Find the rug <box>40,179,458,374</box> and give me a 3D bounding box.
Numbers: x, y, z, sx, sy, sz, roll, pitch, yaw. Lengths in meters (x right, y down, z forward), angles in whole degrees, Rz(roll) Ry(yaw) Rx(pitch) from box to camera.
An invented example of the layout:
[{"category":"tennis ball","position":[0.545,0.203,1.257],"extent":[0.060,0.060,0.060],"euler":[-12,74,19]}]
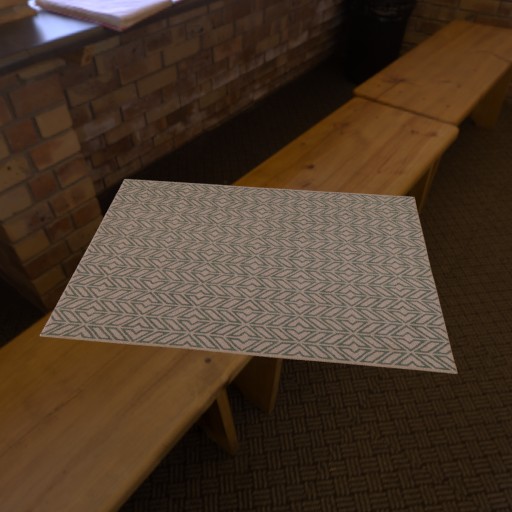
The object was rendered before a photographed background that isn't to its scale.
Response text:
[{"category":"rug","position":[0.000,0.000,2.357],"extent":[1.828,0.007,1.220],"euler":[4,45,4]}]
